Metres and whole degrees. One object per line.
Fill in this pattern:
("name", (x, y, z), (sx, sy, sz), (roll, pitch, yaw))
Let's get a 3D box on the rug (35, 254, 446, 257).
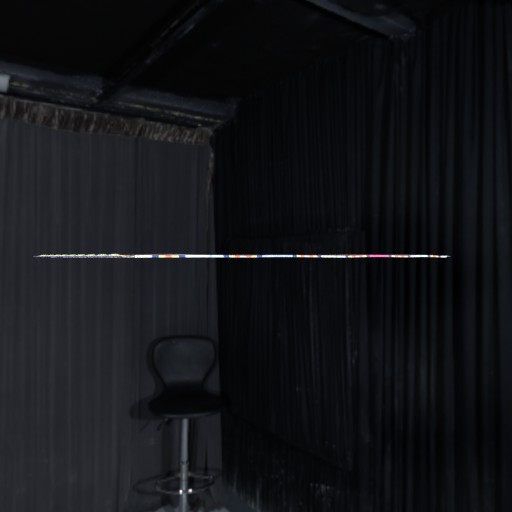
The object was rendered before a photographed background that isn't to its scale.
("rug", (0.000, 0.000, 2.238), (1.849, 0.013, 1.084), (0, 0, -37))
